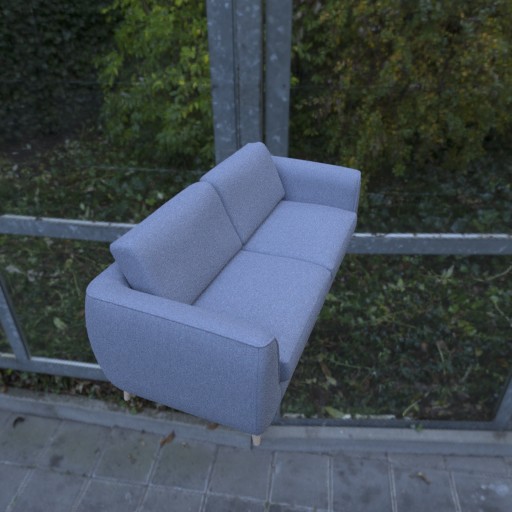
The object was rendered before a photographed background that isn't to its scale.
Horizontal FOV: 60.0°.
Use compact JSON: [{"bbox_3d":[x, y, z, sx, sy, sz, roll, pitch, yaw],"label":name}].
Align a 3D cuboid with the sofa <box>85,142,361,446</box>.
[{"bbox_3d":[0.000,0.000,2.636,0.920,0.870,2.000,12,33,18],"label":"sofa"}]
